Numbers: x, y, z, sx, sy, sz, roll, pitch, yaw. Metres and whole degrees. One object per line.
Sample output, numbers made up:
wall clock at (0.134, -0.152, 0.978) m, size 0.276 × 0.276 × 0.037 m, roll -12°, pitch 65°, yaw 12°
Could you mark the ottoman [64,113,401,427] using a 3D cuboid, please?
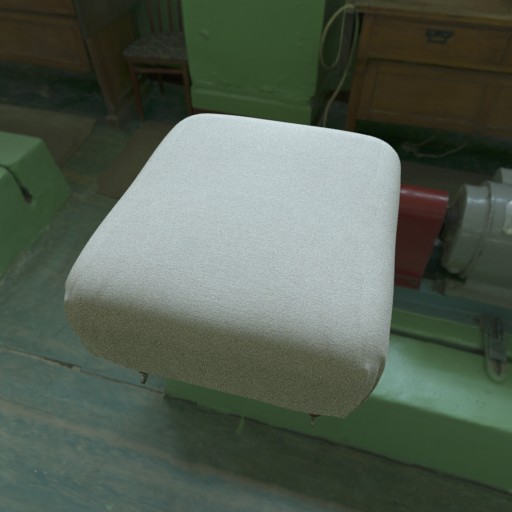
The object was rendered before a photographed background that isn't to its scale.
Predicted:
ottoman at (0.000, 0.000, 1.127) m, size 0.639 × 0.450 × 0.746 m, roll 11°, pitch 48°, yaw 10°
